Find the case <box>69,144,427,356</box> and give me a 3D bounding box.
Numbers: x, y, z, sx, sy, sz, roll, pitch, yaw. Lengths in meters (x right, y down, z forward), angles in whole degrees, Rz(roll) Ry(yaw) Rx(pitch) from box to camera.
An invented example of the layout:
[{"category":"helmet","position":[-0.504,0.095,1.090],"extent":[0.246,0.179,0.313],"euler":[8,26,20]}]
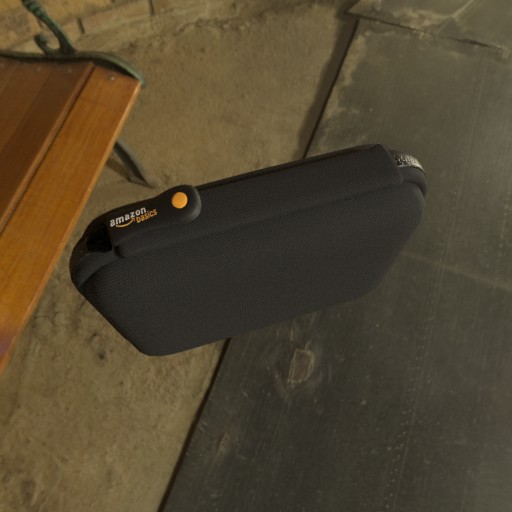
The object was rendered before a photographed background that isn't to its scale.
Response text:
[{"category":"case","position":[0.000,0.000,0.181],"extent":[0.132,0.105,0.038],"euler":[-16,65,-8]}]
